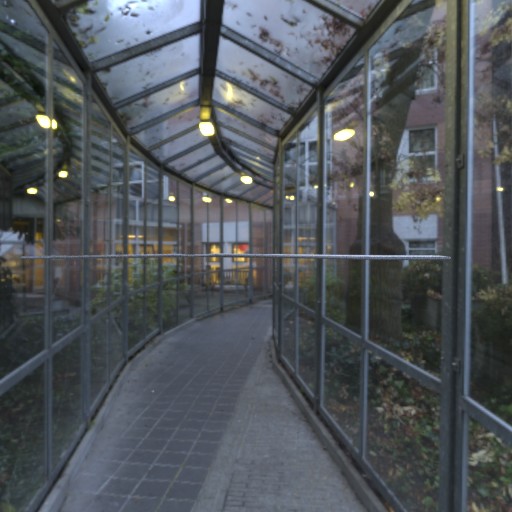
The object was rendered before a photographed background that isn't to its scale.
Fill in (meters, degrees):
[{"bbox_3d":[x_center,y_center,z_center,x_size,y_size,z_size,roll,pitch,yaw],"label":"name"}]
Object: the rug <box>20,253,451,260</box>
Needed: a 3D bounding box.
[{"bbox_3d":[0.000,0.000,4.237,3.245,0.046,2.467,0,0,19],"label":"rug"}]
